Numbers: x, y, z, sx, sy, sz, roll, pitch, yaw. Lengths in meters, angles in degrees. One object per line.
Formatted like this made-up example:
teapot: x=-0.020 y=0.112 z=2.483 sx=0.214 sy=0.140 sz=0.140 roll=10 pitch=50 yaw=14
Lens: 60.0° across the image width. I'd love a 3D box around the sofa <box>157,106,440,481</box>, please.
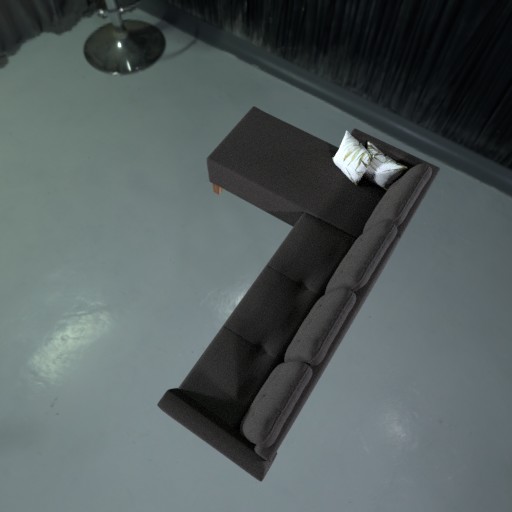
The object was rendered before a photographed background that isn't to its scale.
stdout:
sofa: x=0.000 y=0.000 z=3.555 sx=1.829 sy=0.932 sz=2.679 roll=30 pitch=67 yaw=14
